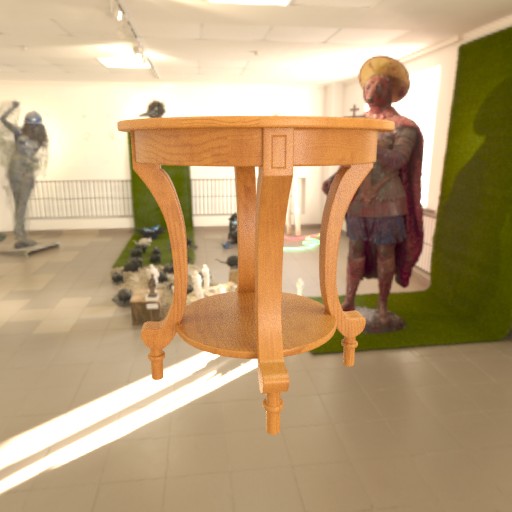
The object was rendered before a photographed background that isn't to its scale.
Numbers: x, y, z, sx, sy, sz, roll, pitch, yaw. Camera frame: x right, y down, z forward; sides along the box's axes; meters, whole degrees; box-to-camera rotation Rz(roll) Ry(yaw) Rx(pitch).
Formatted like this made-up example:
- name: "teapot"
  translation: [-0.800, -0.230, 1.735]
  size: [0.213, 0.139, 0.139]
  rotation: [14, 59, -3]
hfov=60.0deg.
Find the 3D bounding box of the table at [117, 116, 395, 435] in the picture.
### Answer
- name: "table"
  translation: [0.000, 0.000, 1.069]
  size: [0.597, 0.612, 0.597]
  rotation: [0, 14, 0]
